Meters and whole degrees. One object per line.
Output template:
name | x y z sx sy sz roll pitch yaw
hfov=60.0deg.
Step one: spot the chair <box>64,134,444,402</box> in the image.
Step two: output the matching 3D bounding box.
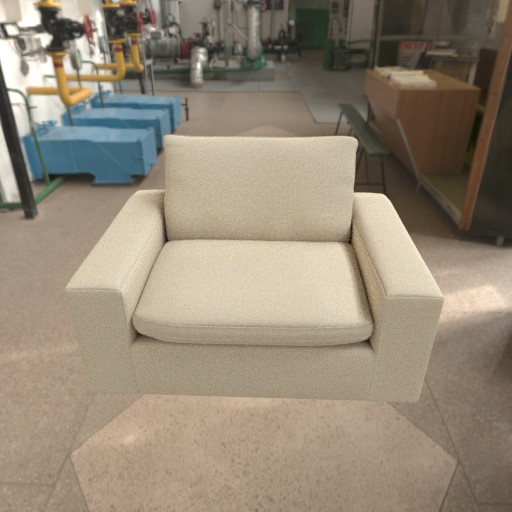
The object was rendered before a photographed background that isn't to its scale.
chair | 0.000 0.000 2.048 1.398 0.915 1.039 1 30 2
